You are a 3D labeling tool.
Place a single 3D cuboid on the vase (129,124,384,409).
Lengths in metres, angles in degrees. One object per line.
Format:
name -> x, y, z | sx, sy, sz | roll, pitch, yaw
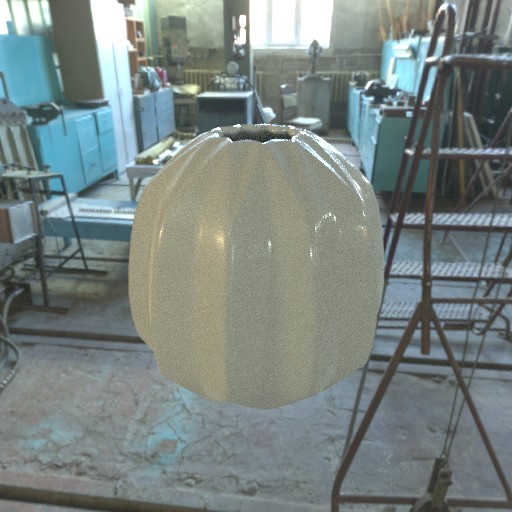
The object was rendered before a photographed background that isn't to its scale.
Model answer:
vase -> 0.000, 0.000, 0.244 | 0.139, 0.134, 0.139 | 0, 26, 0
